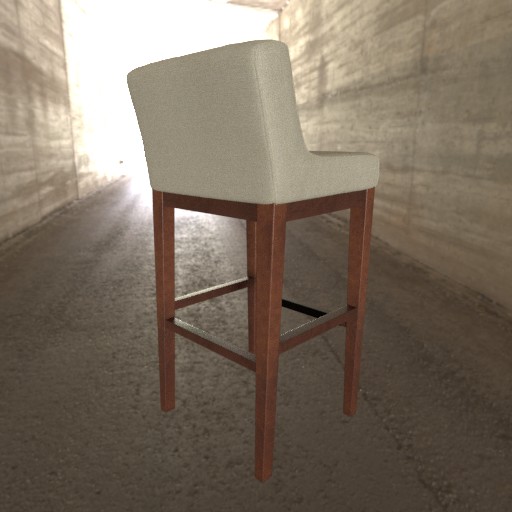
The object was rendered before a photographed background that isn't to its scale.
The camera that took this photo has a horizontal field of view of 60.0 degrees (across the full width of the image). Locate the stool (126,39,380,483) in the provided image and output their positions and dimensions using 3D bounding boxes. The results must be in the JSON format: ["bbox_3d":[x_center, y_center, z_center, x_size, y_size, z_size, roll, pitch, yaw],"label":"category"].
[{"bbox_3d":[0.000,0.000,1.287,0.511,1.037,0.500,14,19,43],"label":"stool"}]
